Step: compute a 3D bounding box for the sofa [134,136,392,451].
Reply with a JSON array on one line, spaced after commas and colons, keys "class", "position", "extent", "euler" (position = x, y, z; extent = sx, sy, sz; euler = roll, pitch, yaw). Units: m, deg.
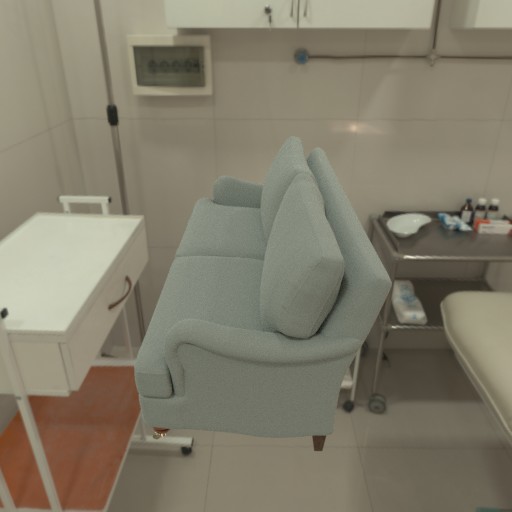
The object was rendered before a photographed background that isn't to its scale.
[{"class": "sofa", "position": [0.000, 0.000, 2.821], "extent": [1.069, 1.096, 2.193], "euler": [0, 27, 1]}]
